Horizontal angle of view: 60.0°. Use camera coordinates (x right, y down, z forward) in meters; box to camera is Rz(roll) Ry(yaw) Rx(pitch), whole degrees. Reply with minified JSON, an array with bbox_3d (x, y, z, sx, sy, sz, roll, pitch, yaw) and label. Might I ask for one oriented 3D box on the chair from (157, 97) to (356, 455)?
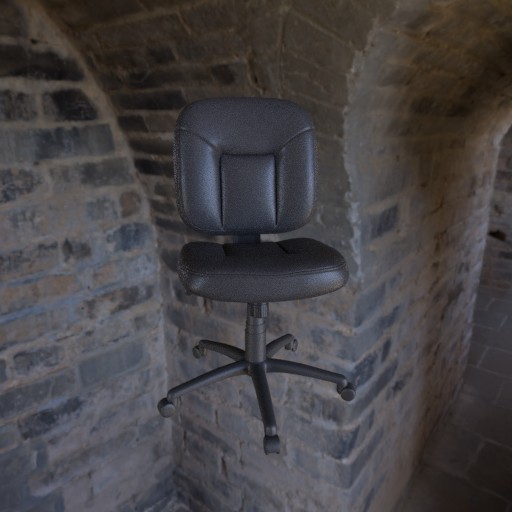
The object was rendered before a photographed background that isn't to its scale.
[{"bbox_3d":[0.000,0.000,1.374,0.647,0.959,0.646,-2,17,-8],"label":"chair"}]
